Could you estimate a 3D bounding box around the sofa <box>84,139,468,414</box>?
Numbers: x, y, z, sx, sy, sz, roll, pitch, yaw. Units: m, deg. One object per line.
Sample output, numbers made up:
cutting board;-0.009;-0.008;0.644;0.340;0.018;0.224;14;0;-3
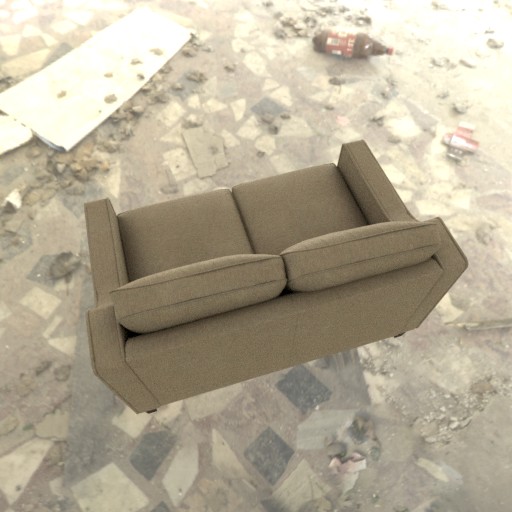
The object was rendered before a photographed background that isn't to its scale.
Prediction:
sofa;0.000;0.000;2.193;1.503;0.981;0.985;-15;59;-9
